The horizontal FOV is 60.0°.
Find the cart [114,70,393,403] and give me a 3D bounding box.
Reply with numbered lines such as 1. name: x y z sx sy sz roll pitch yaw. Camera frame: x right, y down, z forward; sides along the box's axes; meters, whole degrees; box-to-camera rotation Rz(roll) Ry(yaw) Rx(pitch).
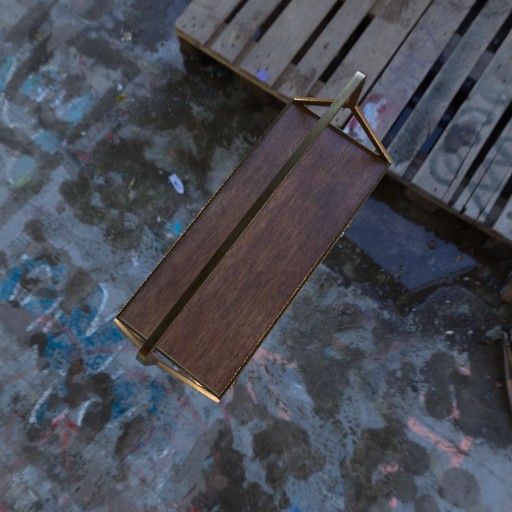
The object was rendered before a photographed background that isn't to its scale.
1. cart: 0.000 0.000 1.179 0.313 0.805 0.723 36 80 7
